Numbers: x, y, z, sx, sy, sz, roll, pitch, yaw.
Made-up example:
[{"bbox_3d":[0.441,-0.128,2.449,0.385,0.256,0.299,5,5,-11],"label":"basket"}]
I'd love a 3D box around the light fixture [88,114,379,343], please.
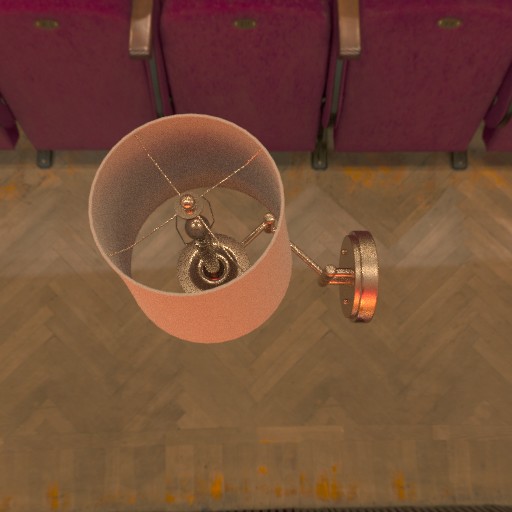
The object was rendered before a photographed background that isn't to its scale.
[{"bbox_3d":[0.000,0.000,0.581,0.348,0.381,0.223,1,75,0],"label":"light fixture"}]
